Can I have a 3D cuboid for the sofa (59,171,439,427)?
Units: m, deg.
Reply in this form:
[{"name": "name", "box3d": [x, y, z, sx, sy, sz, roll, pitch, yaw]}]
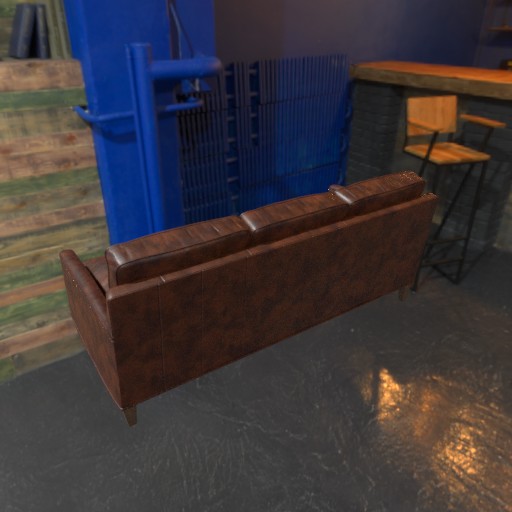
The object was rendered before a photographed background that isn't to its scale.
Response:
[{"name": "sofa", "box3d": [0.000, 0.000, 2.900, 2.240, 1.003, 1.084, -17, 33, -29]}]
